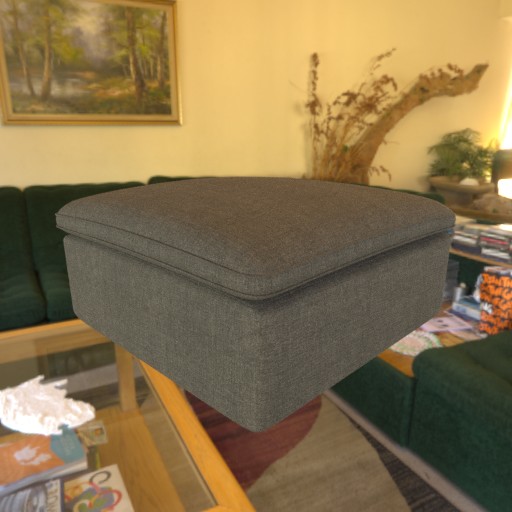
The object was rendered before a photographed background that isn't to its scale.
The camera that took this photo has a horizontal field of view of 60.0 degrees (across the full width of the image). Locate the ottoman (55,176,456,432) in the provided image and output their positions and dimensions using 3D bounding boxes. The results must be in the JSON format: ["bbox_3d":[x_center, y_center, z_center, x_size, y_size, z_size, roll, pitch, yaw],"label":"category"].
[{"bbox_3d":[0.000,0.000,1.653,1.067,0.559,1.067,15,22,43],"label":"ottoman"}]
